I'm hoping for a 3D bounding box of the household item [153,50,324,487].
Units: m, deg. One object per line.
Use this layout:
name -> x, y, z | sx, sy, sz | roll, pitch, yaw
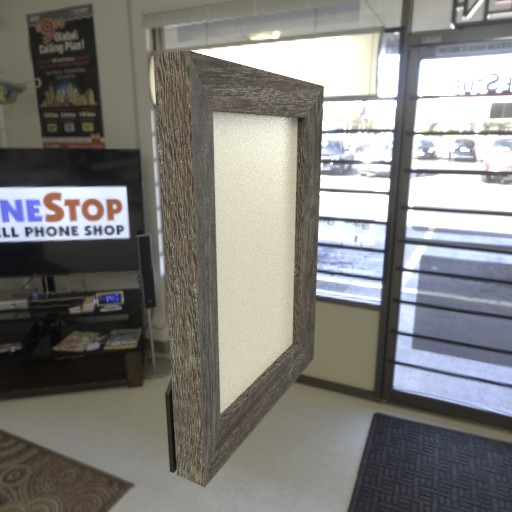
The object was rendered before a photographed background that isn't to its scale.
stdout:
household item -> 0.000, 0.000, 0.235 | 0.020, 0.180, 0.133 | 8, 17, 27
